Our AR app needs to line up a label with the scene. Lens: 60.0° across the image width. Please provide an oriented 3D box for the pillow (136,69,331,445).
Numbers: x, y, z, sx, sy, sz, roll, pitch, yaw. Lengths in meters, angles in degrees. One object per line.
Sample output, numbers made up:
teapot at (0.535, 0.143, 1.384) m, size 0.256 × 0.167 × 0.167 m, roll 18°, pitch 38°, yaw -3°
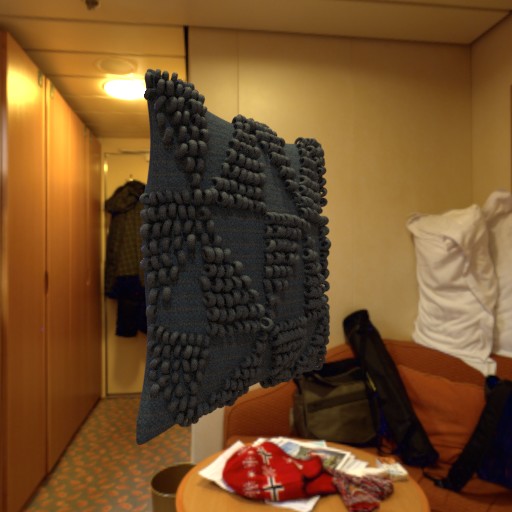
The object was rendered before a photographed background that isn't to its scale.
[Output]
pillow at (0.000, 0.000, 0.725) m, size 0.172 × 0.466 × 0.469 m, roll -1°, pitch -1°, yaw 36°
